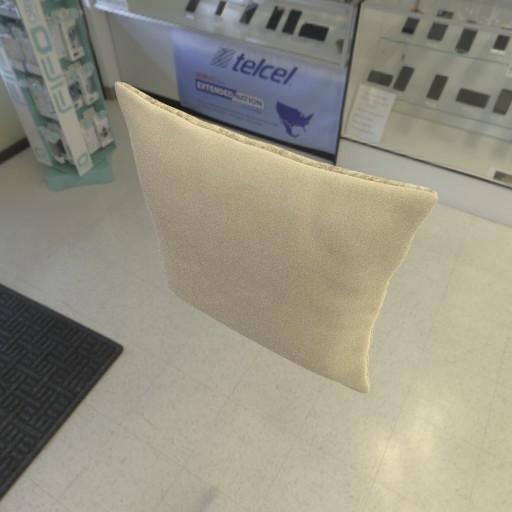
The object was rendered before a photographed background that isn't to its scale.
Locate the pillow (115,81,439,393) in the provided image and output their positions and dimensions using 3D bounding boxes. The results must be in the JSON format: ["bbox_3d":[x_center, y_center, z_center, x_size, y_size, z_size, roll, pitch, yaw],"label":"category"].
[{"bbox_3d":[0.000,0.000,0.790,0.523,0.510,0.166,25,52,22],"label":"pillow"}]
